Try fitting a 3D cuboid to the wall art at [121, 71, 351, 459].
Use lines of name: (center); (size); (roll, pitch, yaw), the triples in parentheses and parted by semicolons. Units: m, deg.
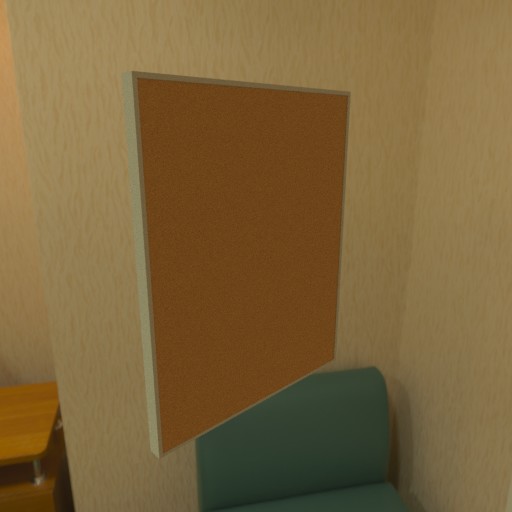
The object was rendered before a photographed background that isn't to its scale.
wall art: (0.000, 0.000, 1.053); (0.611, 0.763, 0.055); (-14, 21, -41)
